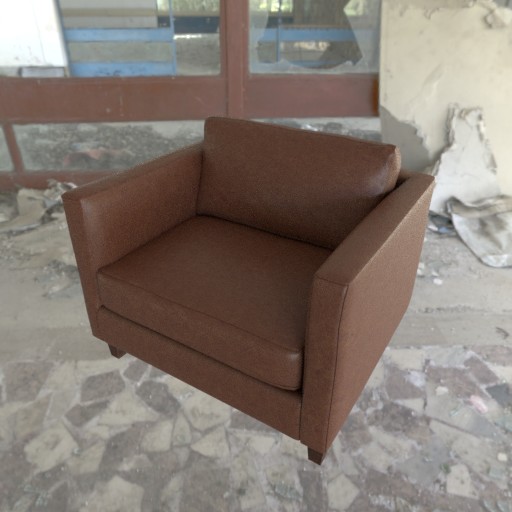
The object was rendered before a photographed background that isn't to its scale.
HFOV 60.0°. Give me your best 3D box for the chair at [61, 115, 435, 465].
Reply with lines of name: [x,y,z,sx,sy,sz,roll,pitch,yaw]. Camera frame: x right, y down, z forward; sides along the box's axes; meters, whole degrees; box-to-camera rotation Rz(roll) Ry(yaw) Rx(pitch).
chair: [0.000,0.000,1.781,1.107,0.917,0.959,17,34,27]
